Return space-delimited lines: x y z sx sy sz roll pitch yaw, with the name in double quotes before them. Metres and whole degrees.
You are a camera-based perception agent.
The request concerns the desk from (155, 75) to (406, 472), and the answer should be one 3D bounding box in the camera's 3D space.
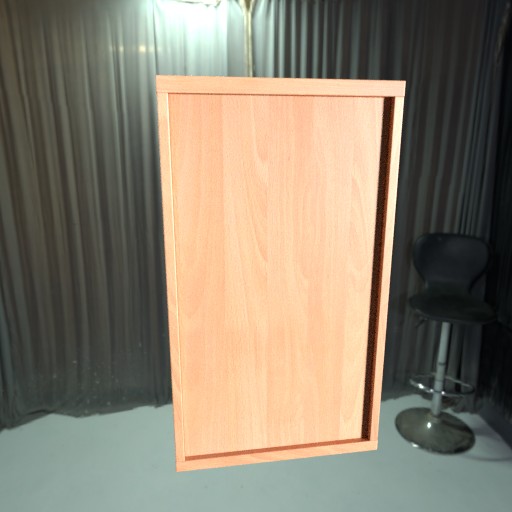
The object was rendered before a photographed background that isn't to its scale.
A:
"desk" 0.000 0.000 1.076 0.404 0.730 0.600 -2 14 -9
